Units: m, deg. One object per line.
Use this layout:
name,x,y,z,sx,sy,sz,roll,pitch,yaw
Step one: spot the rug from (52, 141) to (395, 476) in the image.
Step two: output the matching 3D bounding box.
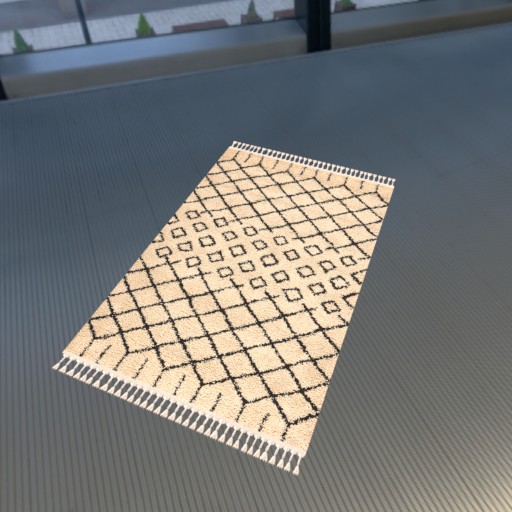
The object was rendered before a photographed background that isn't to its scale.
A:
rug,0.000,0.000,2.490,1.196,0.008,2.006,17,50,15
